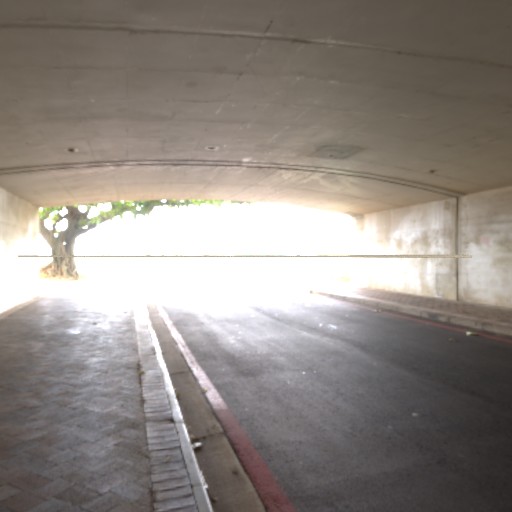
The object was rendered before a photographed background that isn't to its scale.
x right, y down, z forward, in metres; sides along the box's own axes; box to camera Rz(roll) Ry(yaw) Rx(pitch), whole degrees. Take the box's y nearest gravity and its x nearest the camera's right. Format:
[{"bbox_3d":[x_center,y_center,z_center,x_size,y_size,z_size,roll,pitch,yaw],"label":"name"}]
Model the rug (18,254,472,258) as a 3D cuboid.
[{"bbox_3d":[0.000,0.000,2.804,2.244,0.017,1.532,0,0,16],"label":"rug"}]
